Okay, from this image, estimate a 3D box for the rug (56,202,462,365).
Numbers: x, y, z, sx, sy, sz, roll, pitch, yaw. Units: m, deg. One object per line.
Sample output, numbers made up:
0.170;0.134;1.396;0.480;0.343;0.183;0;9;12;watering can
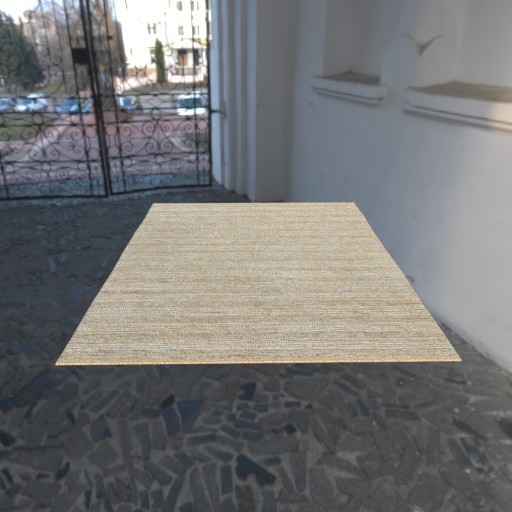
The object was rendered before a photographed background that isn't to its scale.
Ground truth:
0.000;0.000;4.050;2.471;0.012;3.034;0;25;-1;rug
